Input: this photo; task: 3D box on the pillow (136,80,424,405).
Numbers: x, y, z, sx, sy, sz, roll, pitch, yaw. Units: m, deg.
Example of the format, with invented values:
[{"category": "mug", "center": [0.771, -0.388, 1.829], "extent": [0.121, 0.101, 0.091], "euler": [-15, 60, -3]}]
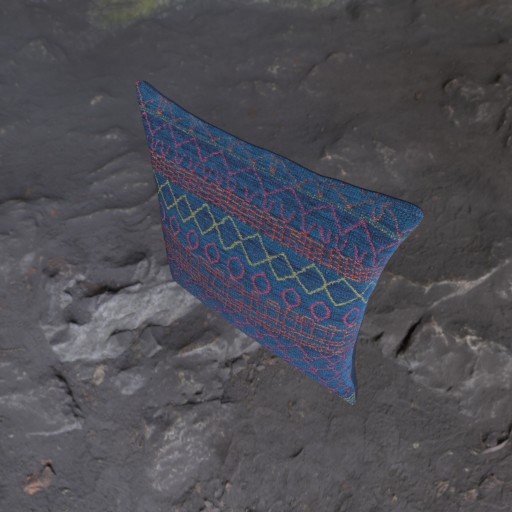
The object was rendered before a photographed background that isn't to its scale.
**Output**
[{"category": "pillow", "center": [0.000, 0.000, 0.678], "extent": [0.431, 0.431, 0.141], "euler": [31, 54, 26]}]
